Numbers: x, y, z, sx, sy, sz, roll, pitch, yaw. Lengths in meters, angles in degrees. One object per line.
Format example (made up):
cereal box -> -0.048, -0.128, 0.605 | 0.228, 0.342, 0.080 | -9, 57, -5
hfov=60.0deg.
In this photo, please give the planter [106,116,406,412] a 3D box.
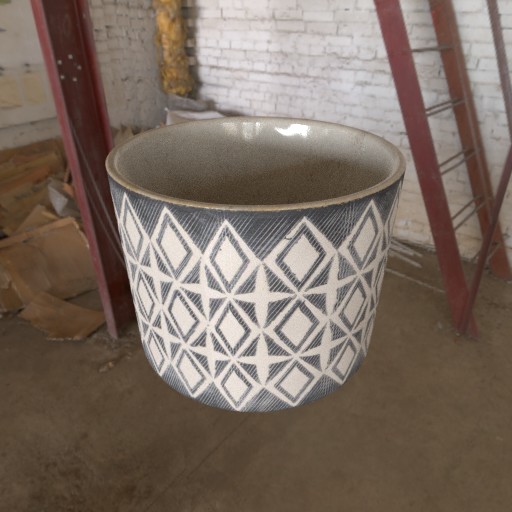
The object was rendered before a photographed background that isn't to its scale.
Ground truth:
planter -> 0.000, 0.000, 0.336 | 0.192, 0.165, 0.192 | 0, 30, 0
